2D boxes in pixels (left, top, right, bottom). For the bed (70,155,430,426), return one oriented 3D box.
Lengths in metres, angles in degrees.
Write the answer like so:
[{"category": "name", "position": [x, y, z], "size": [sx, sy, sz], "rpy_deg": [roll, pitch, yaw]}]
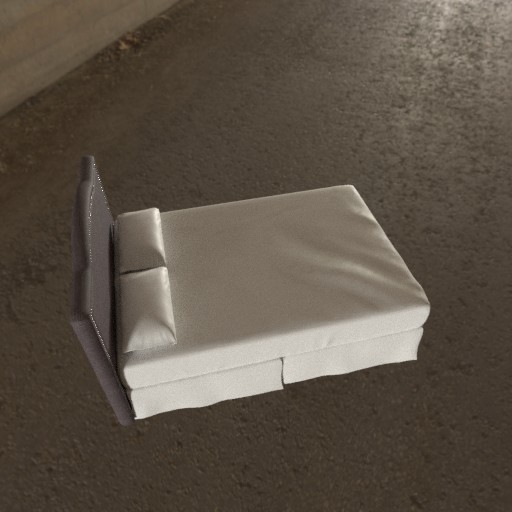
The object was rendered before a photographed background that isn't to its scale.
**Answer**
[{"category": "bed", "position": [0.000, 0.000, 3.642], "size": [2.507, 1.441, 1.741], "rpy_deg": [-10, 47, -9]}]
